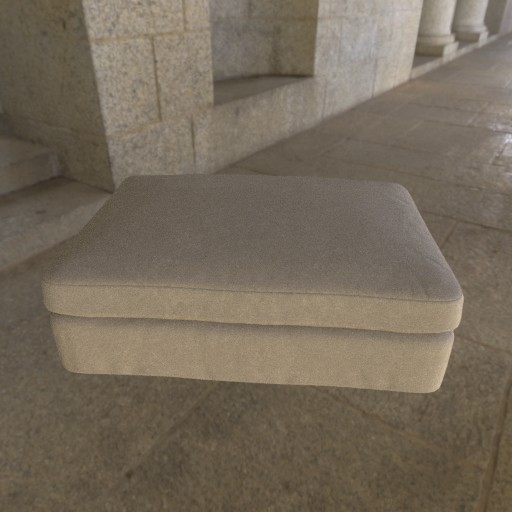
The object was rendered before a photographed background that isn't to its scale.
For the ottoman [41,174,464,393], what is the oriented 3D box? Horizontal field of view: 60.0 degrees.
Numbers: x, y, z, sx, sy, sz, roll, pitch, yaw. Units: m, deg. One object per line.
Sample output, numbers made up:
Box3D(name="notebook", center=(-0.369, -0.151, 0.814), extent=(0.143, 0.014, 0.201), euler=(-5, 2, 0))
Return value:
Box3D(name="ottoman", center=(0.000, 0.000, 1.596), extent=(1.199, 0.429, 0.840), euler=(2, 31, 4))
